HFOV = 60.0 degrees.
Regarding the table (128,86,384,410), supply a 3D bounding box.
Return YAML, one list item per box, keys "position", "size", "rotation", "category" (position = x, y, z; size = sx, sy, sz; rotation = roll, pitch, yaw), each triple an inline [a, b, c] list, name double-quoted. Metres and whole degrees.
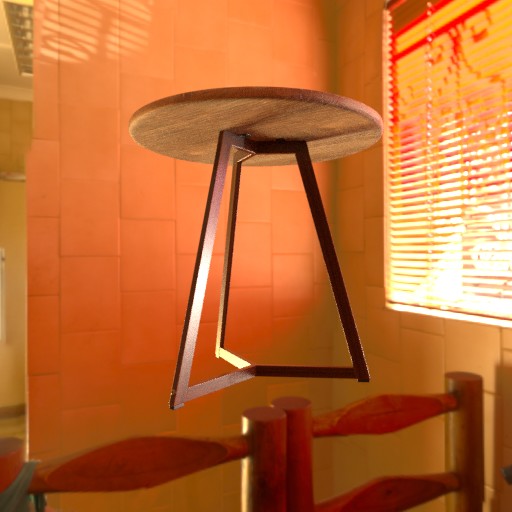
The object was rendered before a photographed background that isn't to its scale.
- position: [0.000, 0.000, 0.903]
  size: [0.500, 0.500, 0.500]
  rotation: [0, 0, 0]
  category: "table"
